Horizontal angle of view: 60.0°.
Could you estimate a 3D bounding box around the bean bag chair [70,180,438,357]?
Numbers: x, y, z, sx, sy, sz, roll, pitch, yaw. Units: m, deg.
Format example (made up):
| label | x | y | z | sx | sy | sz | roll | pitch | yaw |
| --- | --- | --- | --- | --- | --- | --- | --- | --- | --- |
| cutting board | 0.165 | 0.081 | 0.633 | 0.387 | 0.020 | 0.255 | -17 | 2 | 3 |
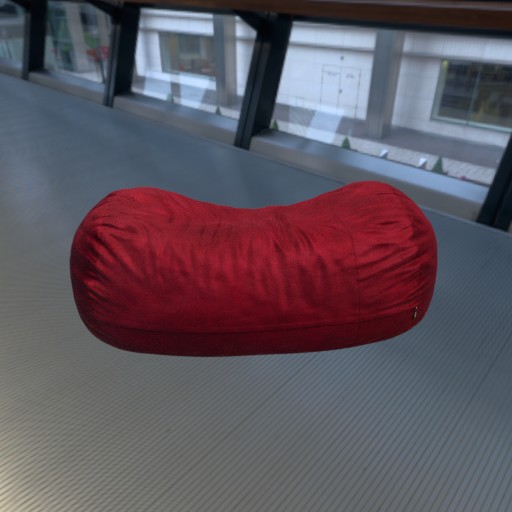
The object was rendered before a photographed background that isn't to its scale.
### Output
| label | x | y | z | sx | sy | sz | roll | pitch | yaw |
| --- | --- | --- | --- | --- | --- | --- | --- | --- | --- |
| bean bag chair | 0.000 | 0.000 | 2.847 | 2.293 | 0.867 | 1.216 | -2 | 31 | -3 |
